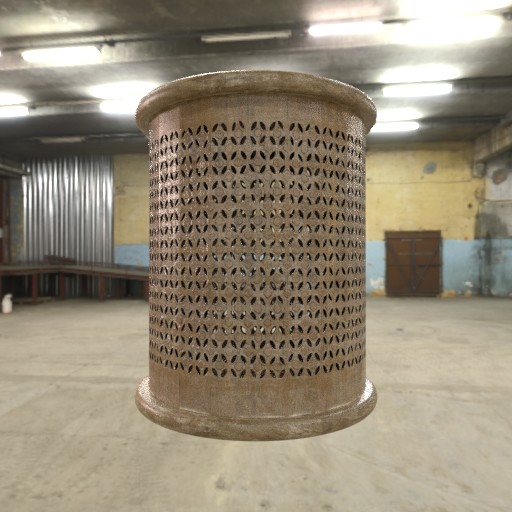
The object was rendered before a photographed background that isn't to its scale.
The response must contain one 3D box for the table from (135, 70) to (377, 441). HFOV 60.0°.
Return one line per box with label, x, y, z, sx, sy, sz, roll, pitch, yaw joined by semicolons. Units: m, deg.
table;0.000;0.000;0.771;0.407;0.482;0.407;0;0;0
